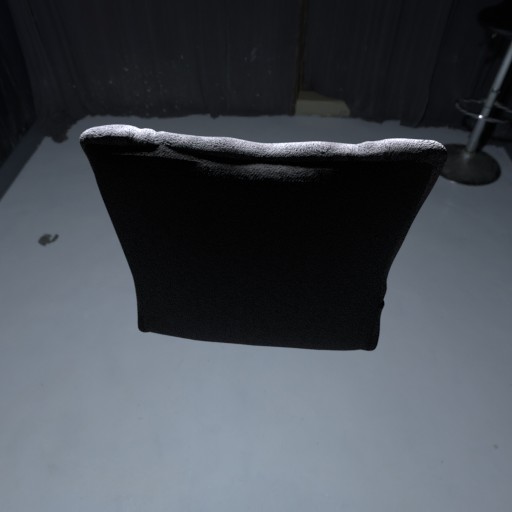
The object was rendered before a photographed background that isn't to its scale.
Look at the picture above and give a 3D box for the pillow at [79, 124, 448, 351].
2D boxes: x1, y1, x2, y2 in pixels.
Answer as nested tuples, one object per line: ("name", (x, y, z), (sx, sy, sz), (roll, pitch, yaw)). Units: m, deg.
("pillow", (0.000, 0.000, 0.801), (0.522, 0.520, 0.204), (4, 47, 4))
